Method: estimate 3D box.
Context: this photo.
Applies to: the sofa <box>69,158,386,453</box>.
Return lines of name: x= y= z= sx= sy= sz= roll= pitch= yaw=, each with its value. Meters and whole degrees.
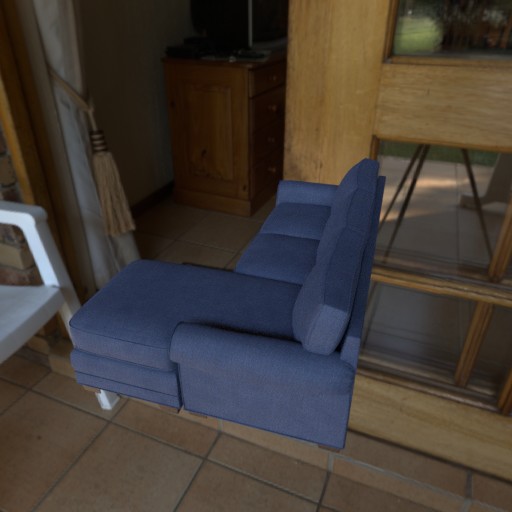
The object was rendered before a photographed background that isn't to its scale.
sofa: x=0.000 y=0.000 z=3.488 sx=1.780 sy=1.063 sz=2.567 roll=9 pitch=32 yaw=15
